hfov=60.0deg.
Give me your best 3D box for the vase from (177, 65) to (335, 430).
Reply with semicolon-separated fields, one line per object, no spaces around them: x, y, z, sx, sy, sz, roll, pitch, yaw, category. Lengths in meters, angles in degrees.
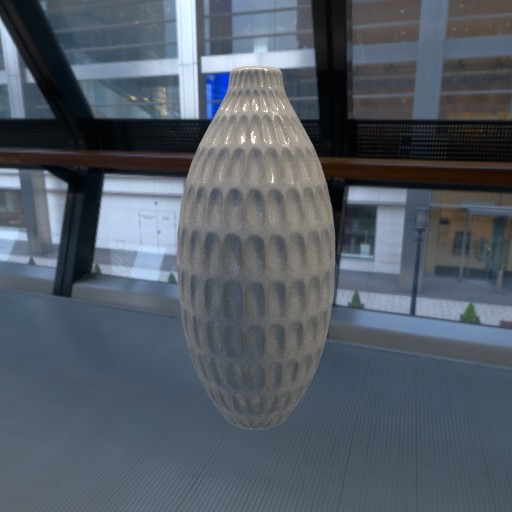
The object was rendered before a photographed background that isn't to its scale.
0.000;0.000;0.360;0.127;0.282;0.127;0;14;0;vase
